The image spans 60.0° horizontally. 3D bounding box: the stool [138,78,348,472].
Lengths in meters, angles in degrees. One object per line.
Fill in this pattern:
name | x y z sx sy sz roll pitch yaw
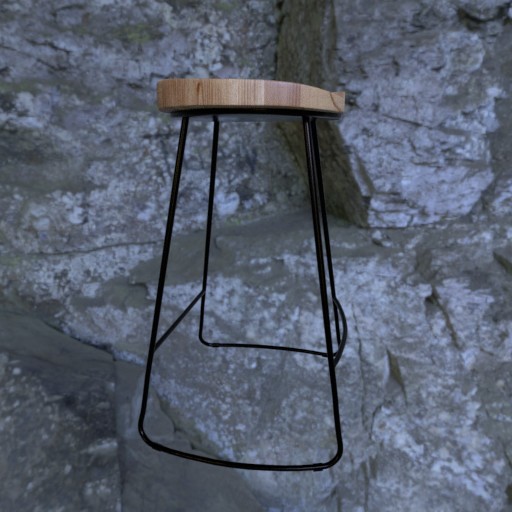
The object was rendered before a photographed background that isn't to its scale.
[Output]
stool | 0.000 0.000 0.947 0.401 0.679 0.480 3 16 10
